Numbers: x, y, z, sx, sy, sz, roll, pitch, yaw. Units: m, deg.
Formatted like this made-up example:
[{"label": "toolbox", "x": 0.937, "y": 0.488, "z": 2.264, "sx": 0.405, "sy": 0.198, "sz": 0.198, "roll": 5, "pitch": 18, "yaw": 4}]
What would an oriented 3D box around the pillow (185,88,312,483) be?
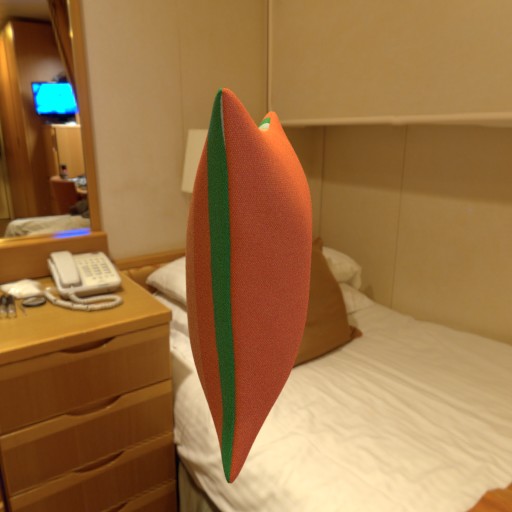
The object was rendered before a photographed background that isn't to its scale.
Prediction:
[{"label": "pillow", "x": 0.000, "y": 0.000, "z": 0.680, "sx": 0.169, "sy": 0.444, "sz": 0.453, "roll": 2, "pitch": 16, "yaw": 8}]
